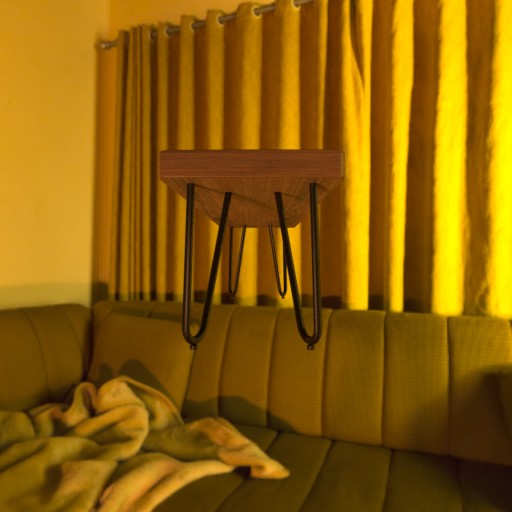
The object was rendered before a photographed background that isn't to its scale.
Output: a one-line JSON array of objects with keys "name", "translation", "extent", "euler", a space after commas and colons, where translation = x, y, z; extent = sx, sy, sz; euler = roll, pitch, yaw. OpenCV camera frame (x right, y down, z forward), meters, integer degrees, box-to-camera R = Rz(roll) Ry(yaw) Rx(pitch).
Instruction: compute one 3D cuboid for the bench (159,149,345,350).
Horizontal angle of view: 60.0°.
[{"name": "bench", "translation": [0.000, 0.000, 1.766], "extent": [0.425, 0.462, 1.570], "euler": [0, 0, 1]}]
